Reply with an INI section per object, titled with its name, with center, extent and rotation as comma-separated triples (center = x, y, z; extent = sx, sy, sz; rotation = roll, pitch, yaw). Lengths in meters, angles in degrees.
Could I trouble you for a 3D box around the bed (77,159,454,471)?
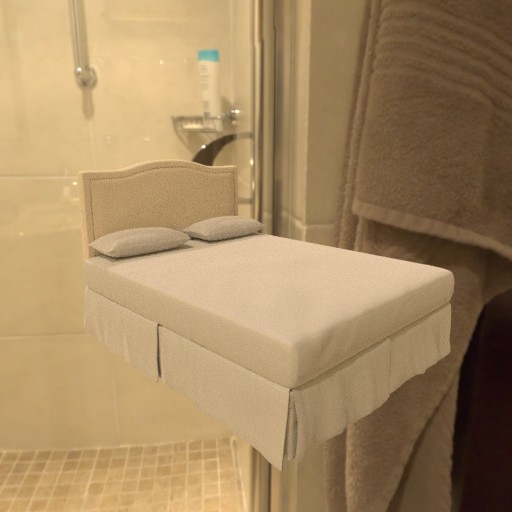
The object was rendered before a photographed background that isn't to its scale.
[bed]
center = 0.000, 0.000, 3.480
extent = 1.977, 1.437, 2.477
rotation = -13, 19, -43
